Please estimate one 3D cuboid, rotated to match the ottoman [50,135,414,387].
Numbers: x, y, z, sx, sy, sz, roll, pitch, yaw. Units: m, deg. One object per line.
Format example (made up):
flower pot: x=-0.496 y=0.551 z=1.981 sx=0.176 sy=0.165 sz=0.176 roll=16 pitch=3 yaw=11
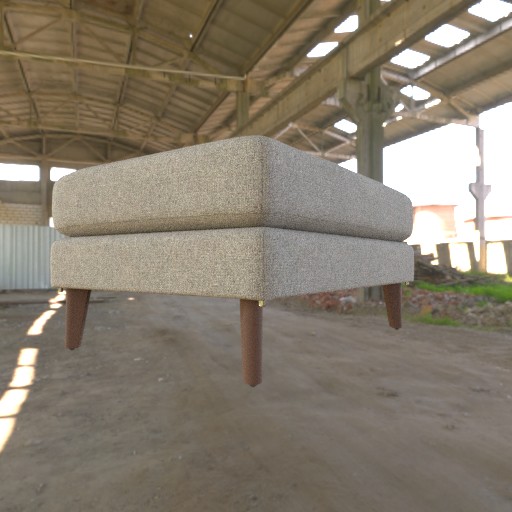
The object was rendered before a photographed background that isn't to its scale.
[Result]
ottoman: x=0.000 y=0.000 z=1.183 sx=0.611 sy=0.441 sz=0.821 roll=0 pitch=-1 yaw=35
